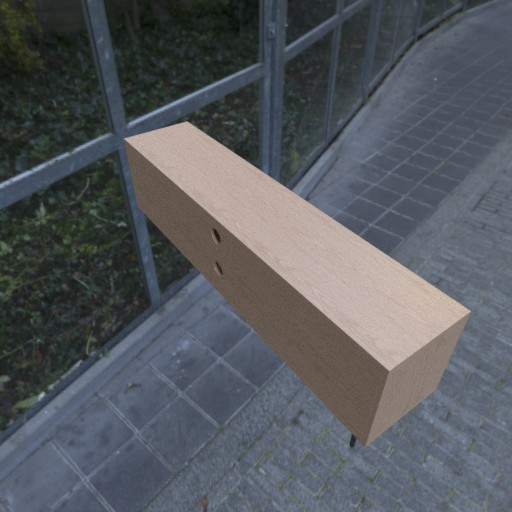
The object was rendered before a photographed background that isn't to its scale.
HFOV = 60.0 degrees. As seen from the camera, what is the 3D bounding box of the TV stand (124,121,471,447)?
[{"bbox_3d":[0.000,0.000,2.005,0.400,0.580,1.760,-25,46,-27],"label":"TV stand"}]
